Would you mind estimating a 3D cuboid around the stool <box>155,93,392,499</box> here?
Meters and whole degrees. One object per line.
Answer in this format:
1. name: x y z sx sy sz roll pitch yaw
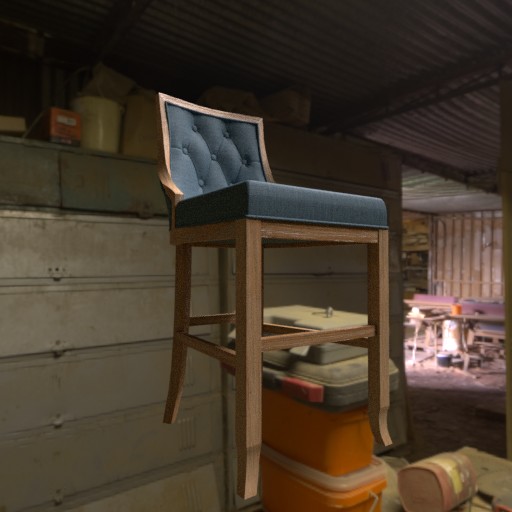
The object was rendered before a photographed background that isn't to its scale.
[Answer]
1. stool: 0.000 0.000 1.397 0.524 1.101 0.626 1 -2 -36
